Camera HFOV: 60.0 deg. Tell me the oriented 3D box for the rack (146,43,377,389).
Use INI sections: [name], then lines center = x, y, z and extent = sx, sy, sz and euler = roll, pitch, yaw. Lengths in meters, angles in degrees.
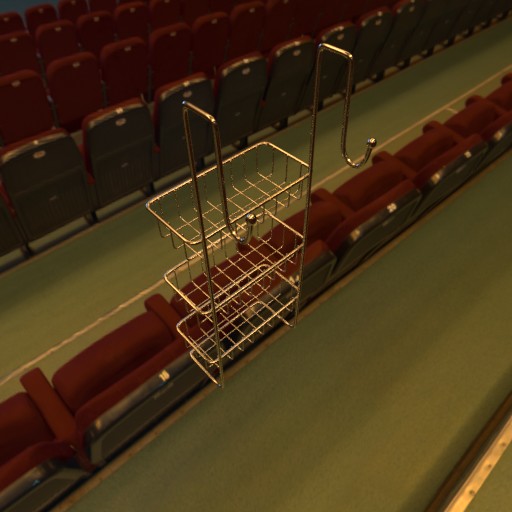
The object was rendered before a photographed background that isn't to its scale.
[rack]
center = 0.000, 0.000, 0.666
extent = 0.228, 0.574, 0.202
euler = -35, 56, -28
